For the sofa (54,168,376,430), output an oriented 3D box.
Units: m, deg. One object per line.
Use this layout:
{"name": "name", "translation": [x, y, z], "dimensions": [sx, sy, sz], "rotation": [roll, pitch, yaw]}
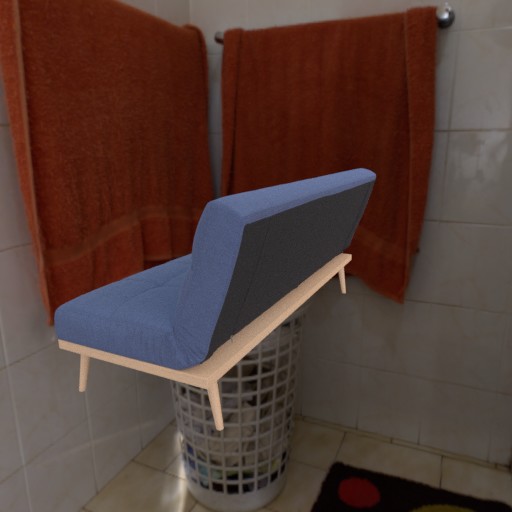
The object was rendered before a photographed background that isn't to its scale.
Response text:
{"name": "sofa", "translation": [0.000, 0.000, 2.218], "dimensions": [0.796, 0.800, 1.800], "rotation": [7, 16, 25]}
